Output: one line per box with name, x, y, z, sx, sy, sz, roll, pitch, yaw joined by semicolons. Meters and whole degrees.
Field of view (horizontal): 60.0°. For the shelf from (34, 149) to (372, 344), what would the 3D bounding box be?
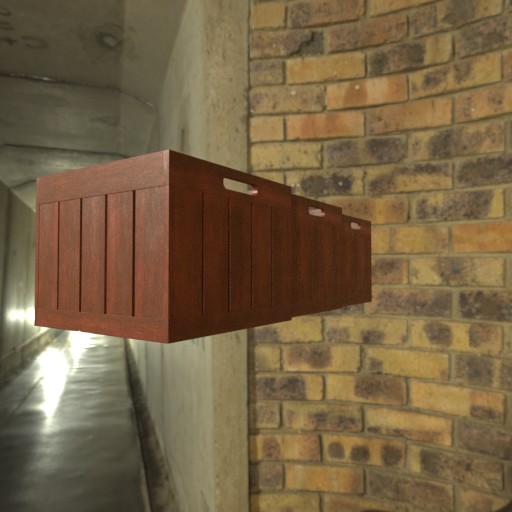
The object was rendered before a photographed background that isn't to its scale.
shelf;0.000;0.000;1.257;0.393;0.311;1.064;-1;-2;35
